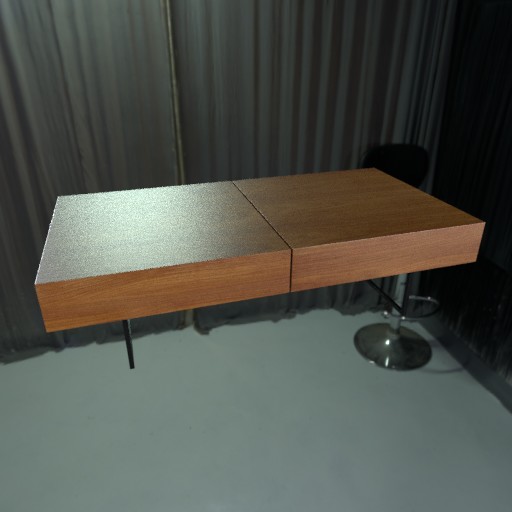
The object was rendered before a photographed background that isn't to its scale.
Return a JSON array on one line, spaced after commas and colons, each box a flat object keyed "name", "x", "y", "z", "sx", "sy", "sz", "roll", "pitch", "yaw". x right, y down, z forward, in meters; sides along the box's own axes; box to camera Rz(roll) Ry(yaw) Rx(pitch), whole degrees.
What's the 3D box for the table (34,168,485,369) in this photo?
[{"name": "table", "x": 0.000, "y": 0.000, "z": 1.452, "sx": 1.194, "sy": 0.330, "sz": 0.610, "roll": -8, "pitch": 28, "yaw": -15}]
